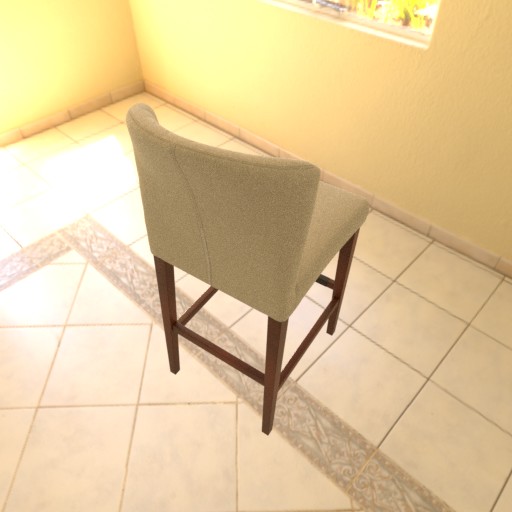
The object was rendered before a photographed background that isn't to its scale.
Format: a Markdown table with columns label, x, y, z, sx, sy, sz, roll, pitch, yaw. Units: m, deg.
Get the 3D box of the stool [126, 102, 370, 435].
| label | x | y | z | sx | sy | sz | roll | pitch | yaw |
| --- | --- | --- | --- | --- | --- | --- | --- | --- | --- |
| stool | 0.000 | 0.000 | 1.366 | 0.479 | 1.069 | 0.568 | 25 | 51 | 23 |
